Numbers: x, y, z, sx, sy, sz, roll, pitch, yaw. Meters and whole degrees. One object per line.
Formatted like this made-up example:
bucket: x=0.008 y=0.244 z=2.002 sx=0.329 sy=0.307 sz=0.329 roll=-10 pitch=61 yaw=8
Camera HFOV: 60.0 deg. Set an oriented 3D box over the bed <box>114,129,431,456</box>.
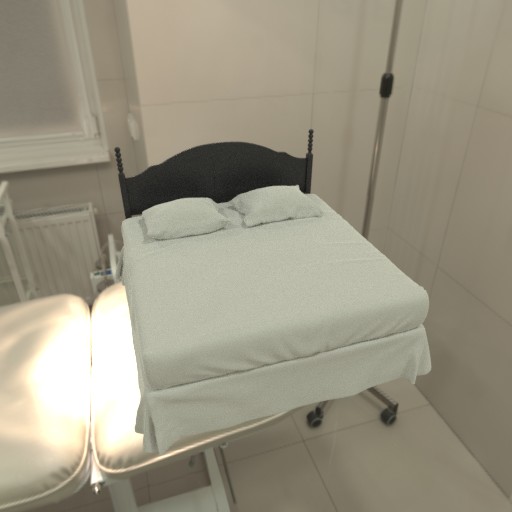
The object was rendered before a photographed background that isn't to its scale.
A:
bed: x=0.000 y=0.000 z=3.617 sx=2.322 sy=1.355 sz=2.219 roll=-10 pitch=32 yaw=-15
